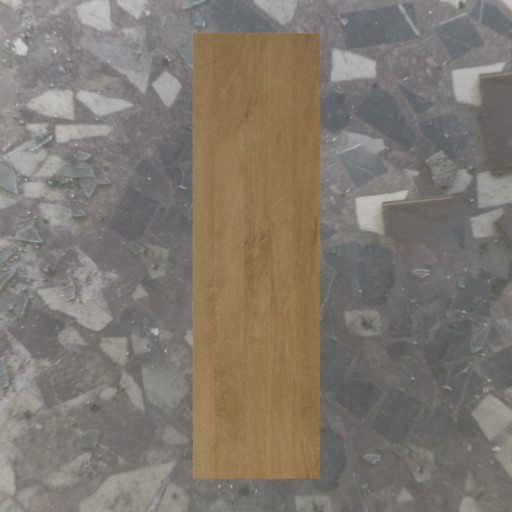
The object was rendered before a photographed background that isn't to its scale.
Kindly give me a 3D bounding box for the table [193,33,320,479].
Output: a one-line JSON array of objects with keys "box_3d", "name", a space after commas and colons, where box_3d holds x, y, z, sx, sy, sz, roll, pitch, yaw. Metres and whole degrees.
[{"box_3d": [0.000, 0.000, 1.789, 0.399, 0.799, 1.400, 0, 90, 0], "name": "table"}]
